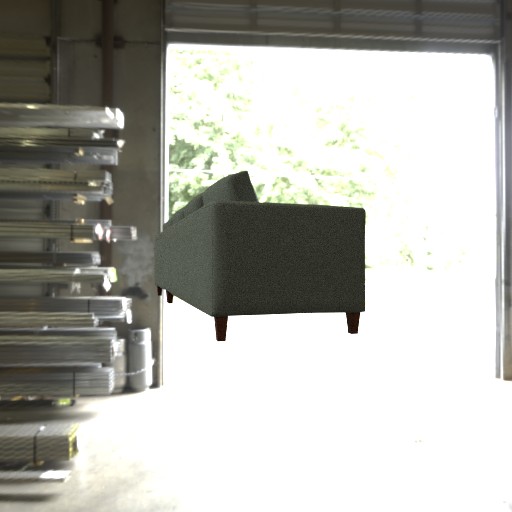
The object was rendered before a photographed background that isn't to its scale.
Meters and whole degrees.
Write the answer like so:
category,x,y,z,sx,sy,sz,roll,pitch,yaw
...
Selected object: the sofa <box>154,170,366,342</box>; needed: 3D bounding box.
category,x,y,z,sx,sy,sz,roll,pitch,yaw
sofa,0.000,0.000,4.166,1.604,0.950,3.471,0,-1,-18
